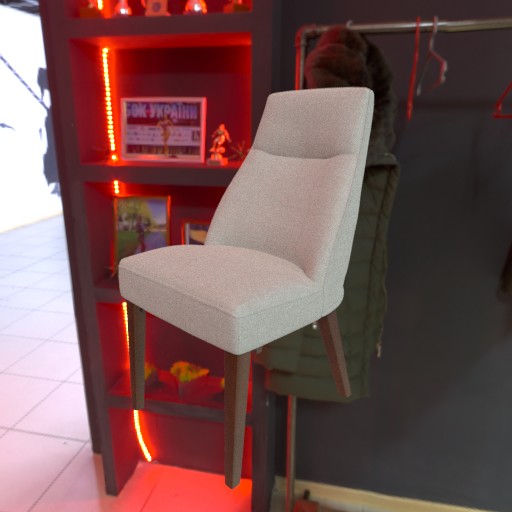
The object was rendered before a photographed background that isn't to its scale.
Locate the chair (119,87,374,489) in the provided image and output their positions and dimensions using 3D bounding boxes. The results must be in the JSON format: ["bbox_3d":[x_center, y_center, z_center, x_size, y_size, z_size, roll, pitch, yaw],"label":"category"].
[{"bbox_3d":[0.000,0.000,1.274,0.500,0.930,0.620,16,23,42],"label":"chair"}]
